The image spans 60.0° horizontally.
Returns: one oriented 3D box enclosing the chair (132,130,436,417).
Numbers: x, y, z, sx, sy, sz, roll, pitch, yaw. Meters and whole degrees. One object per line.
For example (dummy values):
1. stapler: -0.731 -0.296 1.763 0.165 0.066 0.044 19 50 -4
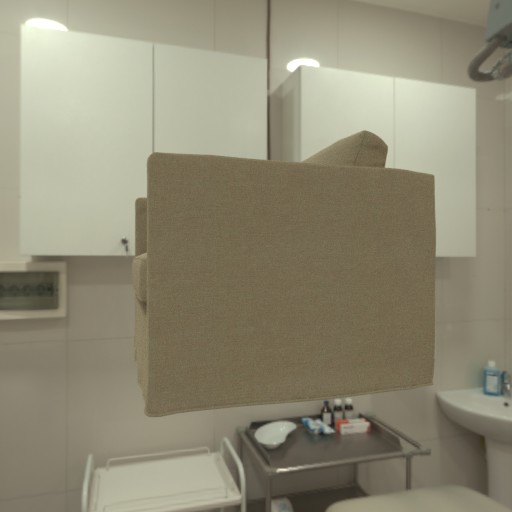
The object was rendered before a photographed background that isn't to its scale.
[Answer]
1. chair: 0.000 0.000 1.799 0.949 0.863 1.057 0 0 -17
